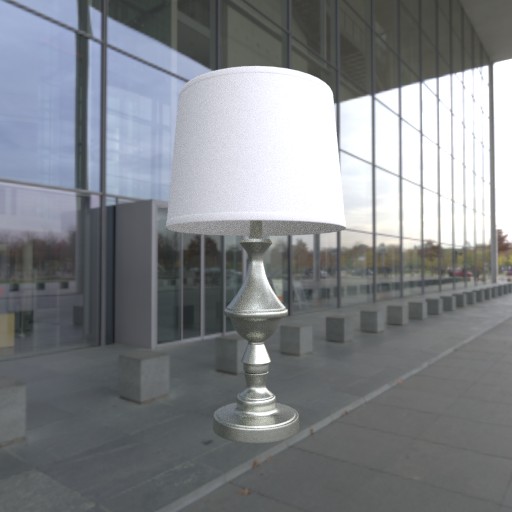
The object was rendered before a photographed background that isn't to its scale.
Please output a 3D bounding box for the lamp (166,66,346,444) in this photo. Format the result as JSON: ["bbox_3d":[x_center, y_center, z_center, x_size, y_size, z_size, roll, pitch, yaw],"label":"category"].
[{"bbox_3d":[0.000,0.000,0.960,0.383,0.733,0.383,0,-2,0],"label":"lamp"}]
